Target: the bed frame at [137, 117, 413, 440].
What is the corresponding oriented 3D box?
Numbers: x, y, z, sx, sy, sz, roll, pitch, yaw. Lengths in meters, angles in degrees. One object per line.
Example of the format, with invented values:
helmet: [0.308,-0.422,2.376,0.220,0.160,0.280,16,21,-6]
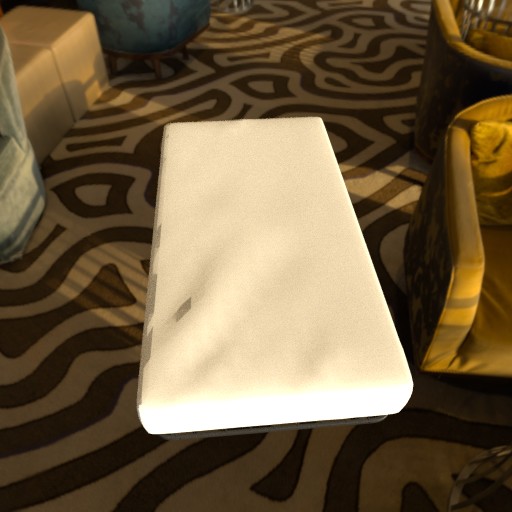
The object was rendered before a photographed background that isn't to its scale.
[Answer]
bed frame: [0.000,0.000,2.403,1.025,0.640,1.908,-4,48,-3]
